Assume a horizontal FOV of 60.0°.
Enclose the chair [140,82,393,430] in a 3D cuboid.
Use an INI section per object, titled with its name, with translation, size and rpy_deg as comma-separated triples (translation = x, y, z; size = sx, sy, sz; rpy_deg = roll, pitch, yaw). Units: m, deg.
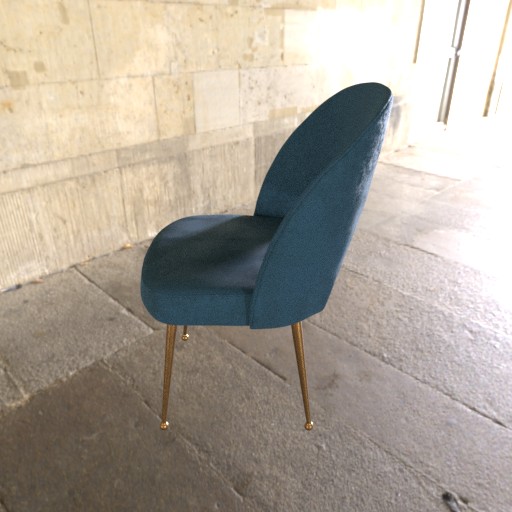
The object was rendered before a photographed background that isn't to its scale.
[chair]
translation = 0.000, 0.000, 1.184
size = 0.577, 0.860, 0.527
rpy_deg = 0, 27, 0
